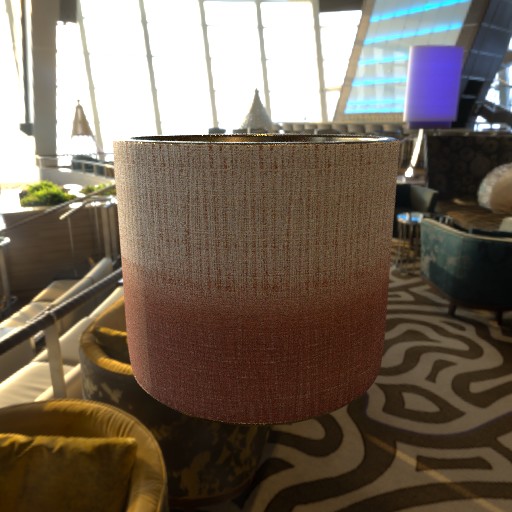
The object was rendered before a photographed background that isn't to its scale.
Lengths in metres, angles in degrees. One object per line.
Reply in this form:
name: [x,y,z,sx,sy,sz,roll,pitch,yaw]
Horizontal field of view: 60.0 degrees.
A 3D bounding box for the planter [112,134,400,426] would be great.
planter: [0.000,0.000,0.304,0.178,0.157,0.178,0,17,0]
